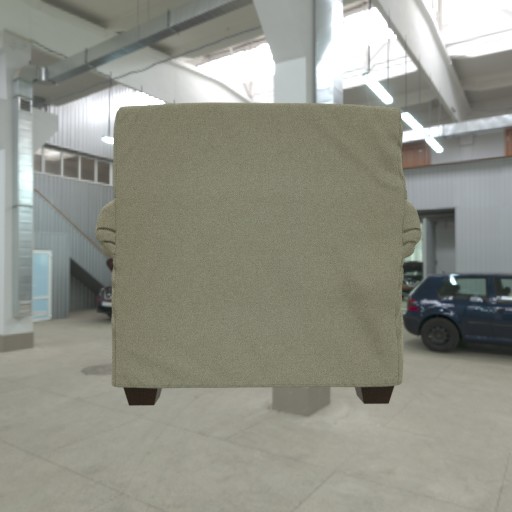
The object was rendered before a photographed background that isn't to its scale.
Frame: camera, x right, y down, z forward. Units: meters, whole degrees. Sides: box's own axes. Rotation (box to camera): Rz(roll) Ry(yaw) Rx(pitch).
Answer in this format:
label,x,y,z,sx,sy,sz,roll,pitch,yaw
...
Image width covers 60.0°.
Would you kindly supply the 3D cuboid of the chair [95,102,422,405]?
label,x,y,z,sx,sy,sz,roll,pitch,yaw
chair,0.000,0.000,1.733,0.940,0.866,1.066,0,-1,-1
